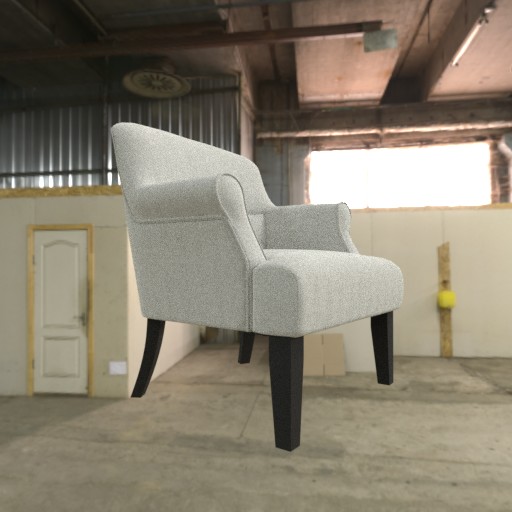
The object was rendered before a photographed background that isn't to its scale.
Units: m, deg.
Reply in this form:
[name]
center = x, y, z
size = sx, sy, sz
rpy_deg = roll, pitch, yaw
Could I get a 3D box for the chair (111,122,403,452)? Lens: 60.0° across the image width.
[chair]
center = 0.000, 0.000, 1.458
size = 0.750, 0.875, 0.781
rpy_deg = 0, -1, 36
